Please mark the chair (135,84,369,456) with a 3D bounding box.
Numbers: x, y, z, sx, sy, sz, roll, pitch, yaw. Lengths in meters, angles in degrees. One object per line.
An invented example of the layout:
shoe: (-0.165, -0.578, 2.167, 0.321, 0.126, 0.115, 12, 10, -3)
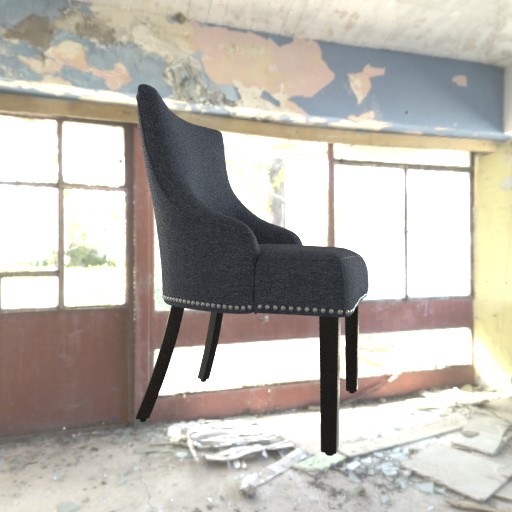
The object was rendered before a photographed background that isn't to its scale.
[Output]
chair: (0.000, 0.000, 1.324, 0.629, 0.909, 0.566, 0, 1, 18)
